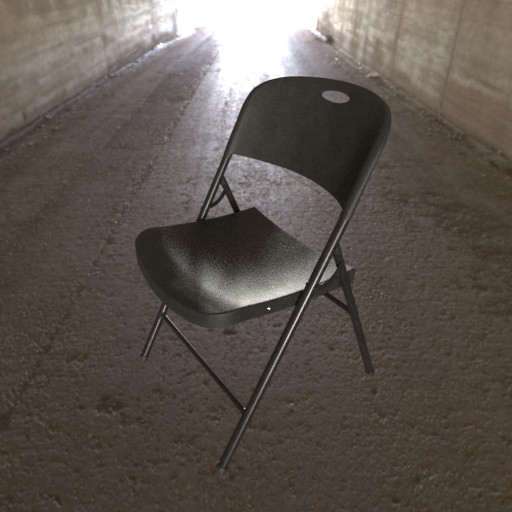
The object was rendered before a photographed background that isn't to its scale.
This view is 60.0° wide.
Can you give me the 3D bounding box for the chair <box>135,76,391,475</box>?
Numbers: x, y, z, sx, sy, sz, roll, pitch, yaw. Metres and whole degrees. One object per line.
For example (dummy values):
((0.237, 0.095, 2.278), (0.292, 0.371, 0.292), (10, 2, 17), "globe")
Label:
((0.000, 0.000, 1.168), (0.566, 0.810, 0.494), (-21, 38, -30), "chair")
